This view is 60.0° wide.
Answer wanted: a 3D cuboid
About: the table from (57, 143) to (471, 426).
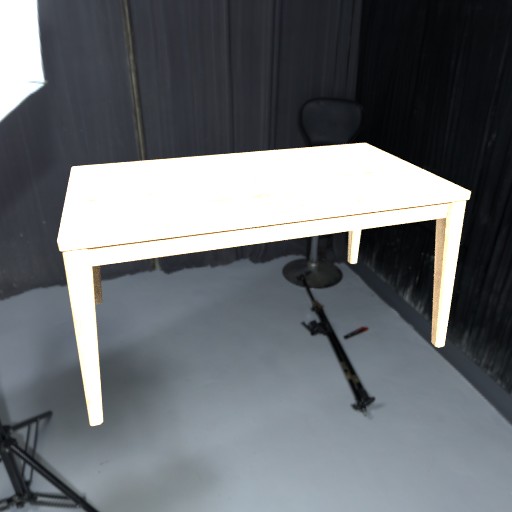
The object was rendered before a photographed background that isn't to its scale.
[{"bbox_3d":[0.000,0.000,2.094,1.600,0.760,0.900,-8,29,-15],"label":"table"}]
